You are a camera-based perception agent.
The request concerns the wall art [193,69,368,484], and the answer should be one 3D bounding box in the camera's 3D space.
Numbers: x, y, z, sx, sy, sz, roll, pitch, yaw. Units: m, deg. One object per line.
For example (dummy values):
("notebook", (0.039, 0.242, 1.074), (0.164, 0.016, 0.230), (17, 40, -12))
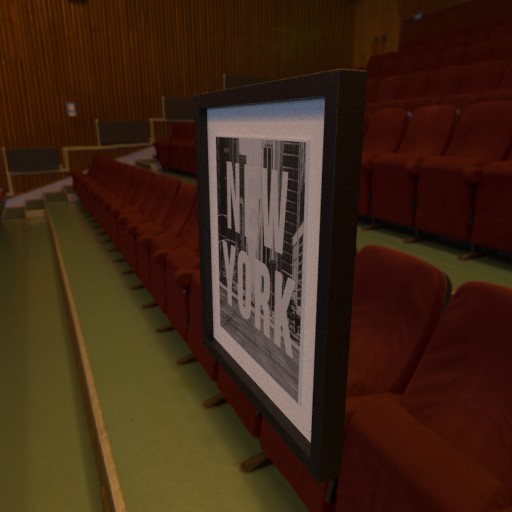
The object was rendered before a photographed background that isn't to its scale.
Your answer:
("wall art", (0.000, 0.000, 0.530), (0.028, 0.381, 0.328), (-8, 18, -26))
